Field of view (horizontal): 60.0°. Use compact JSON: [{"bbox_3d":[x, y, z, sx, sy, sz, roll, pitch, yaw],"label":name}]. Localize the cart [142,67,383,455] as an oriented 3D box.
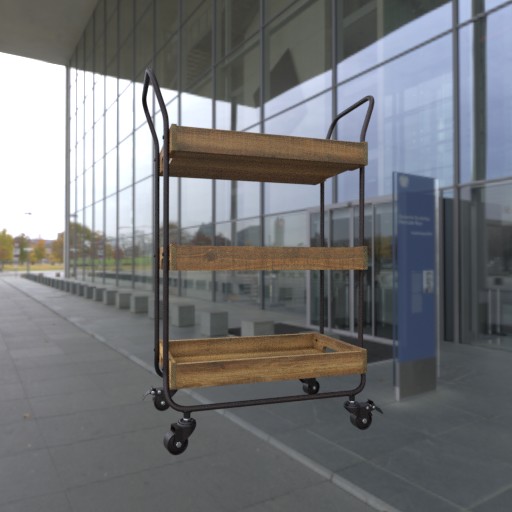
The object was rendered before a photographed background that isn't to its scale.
[{"bbox_3d":[0.000,0.000,1.177,0.583,0.857,0.339,0,-1,-17],"label":"cart"}]
